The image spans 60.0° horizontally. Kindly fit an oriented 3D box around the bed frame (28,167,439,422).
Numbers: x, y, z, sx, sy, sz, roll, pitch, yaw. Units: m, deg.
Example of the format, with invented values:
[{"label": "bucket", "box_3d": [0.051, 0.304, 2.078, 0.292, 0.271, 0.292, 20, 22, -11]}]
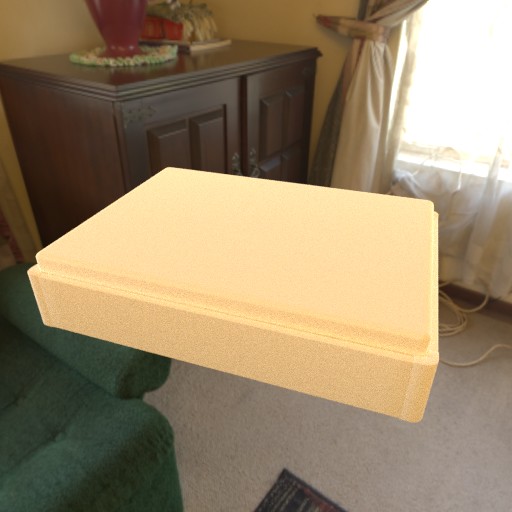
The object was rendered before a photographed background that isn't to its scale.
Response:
[{"label": "bed frame", "box_3d": [0.000, 0.000, 2.503, 1.900, 0.406, 1.400, 10, 33, 16]}]
